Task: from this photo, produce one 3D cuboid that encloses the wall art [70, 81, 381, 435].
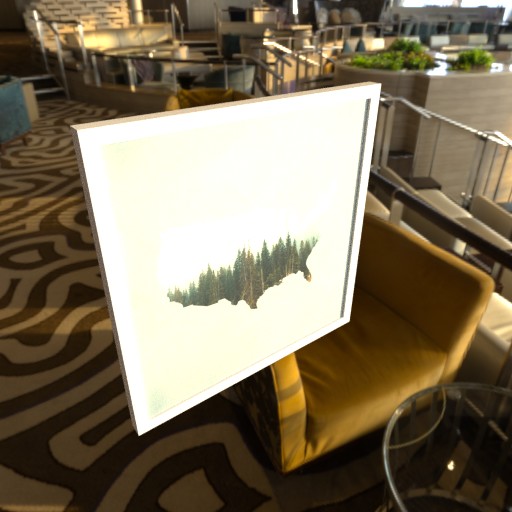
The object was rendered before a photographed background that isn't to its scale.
[{"bbox_3d":[0.000,0.000,1.130,0.762,0.762,0.038,-21,36,-31],"label":"wall art"}]
